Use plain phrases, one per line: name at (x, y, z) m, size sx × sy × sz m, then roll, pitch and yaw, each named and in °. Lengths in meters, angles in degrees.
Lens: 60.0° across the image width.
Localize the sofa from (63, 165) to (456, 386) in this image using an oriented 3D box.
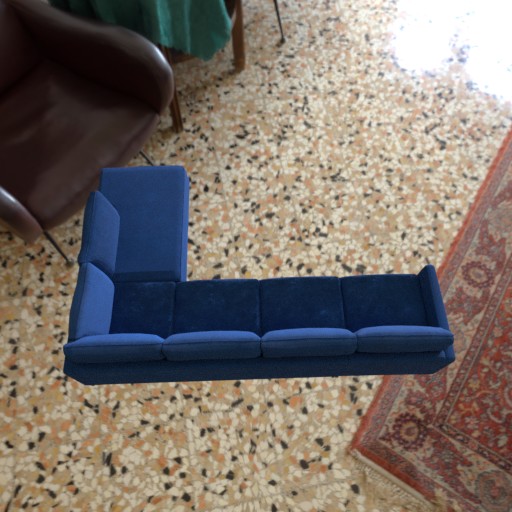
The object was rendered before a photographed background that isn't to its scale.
sofa at (0.000, 0.000, 3.256) m, size 2.486 × 0.687 × 1.707 m, roll -2°, pitch 63°, yaw -1°
